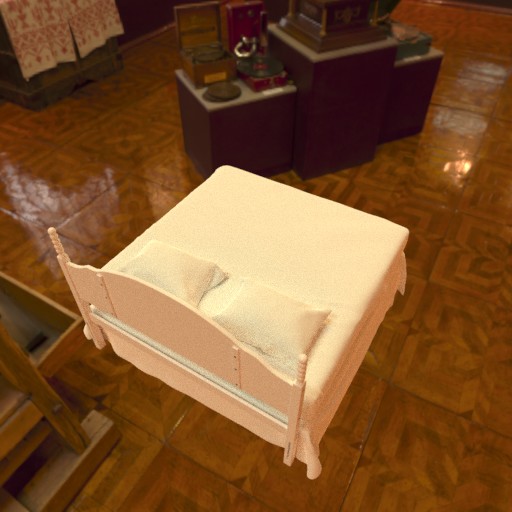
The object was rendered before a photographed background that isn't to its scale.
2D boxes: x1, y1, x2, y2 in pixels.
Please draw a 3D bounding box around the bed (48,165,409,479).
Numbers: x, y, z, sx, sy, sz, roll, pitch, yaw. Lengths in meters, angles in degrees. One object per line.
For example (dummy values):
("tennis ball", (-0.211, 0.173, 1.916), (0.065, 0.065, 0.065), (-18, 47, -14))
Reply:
("bed", (0.000, 0.000, 3.690), (2.322, 1.355, 2.219), (23, 49, 22))
